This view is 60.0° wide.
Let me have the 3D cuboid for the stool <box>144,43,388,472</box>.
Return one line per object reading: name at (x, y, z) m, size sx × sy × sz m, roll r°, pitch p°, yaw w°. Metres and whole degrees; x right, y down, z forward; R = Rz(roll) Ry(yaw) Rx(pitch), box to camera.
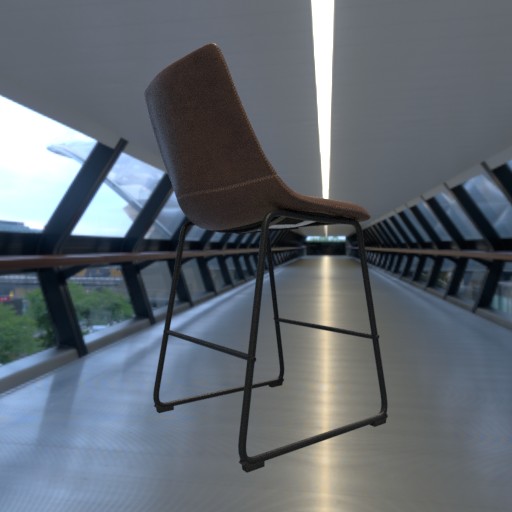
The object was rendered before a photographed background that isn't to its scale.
stool at (0.000, 0.000, 1.208) m, size 0.550 × 0.890 × 0.460 m, roll 0°, pitch 0°, yaw -37°
